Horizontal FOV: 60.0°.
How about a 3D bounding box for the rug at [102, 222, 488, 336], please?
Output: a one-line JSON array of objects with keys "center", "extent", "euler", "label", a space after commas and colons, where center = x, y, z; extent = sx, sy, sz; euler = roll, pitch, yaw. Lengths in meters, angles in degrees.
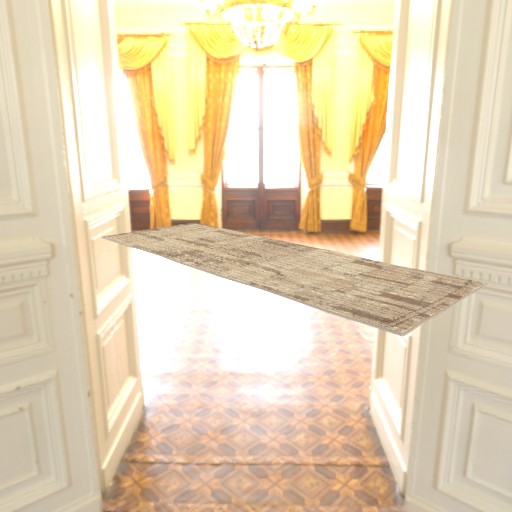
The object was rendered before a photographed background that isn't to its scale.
[{"center": [0.000, 0.000, 2.703], "extent": [0.857, 0.018, 2.383], "euler": [-14, 20, -43], "label": "rug"}]
